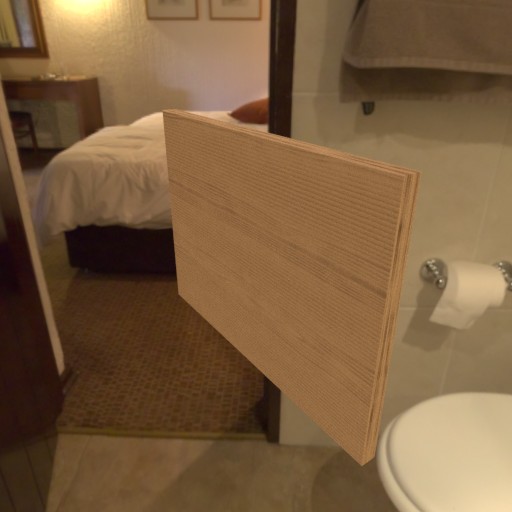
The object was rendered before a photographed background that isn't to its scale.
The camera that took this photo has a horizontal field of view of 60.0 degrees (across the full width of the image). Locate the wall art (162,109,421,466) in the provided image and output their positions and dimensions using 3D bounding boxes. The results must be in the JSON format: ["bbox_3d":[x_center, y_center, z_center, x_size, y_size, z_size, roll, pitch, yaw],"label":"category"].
[{"bbox_3d":[0.000,0.000,1.103,0.063,0.609,0.841,-17,31,-31],"label":"wall art"}]
